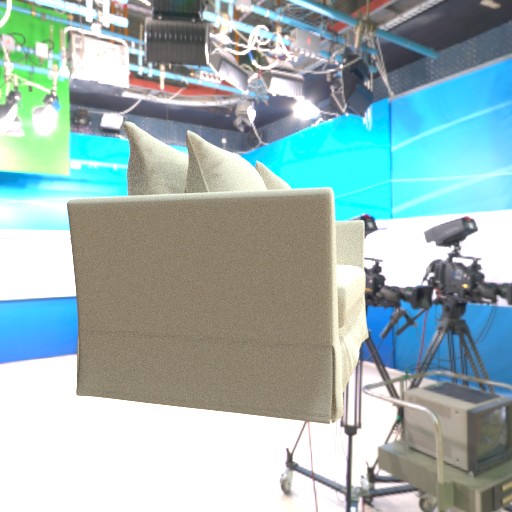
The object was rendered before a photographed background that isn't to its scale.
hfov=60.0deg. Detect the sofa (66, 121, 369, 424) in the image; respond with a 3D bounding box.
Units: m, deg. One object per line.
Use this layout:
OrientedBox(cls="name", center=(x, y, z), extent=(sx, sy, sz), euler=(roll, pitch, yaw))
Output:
OrientedBox(cls="sofa", center=(0.000, 0.000, 2.236), extent=(1.026, 1.039, 1.608), euler=(0, 1, 17))
